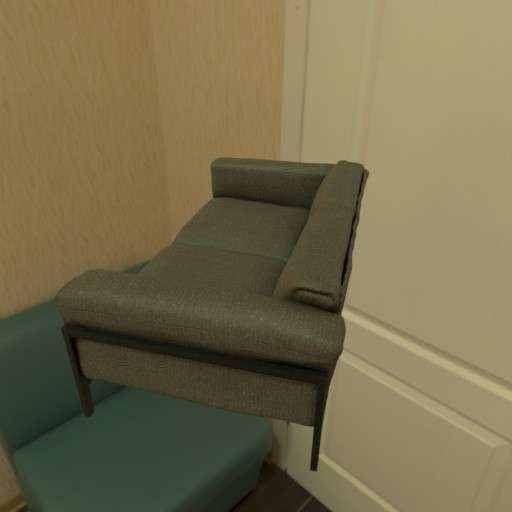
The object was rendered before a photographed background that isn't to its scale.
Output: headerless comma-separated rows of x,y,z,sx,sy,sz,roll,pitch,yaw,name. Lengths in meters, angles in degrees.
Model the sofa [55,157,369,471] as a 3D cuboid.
0.000,0.000,2.162,0.960,0.656,1.690,8,30,13,sofa
